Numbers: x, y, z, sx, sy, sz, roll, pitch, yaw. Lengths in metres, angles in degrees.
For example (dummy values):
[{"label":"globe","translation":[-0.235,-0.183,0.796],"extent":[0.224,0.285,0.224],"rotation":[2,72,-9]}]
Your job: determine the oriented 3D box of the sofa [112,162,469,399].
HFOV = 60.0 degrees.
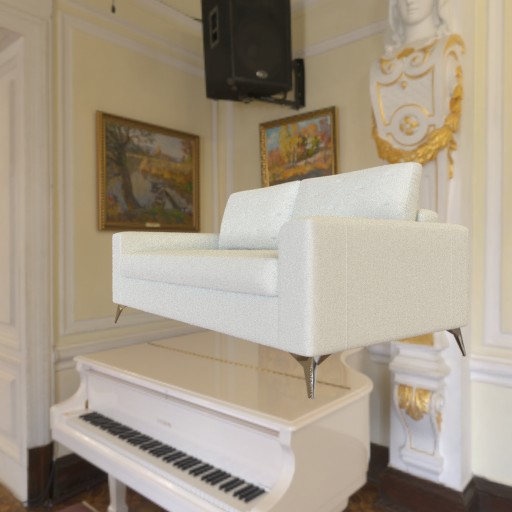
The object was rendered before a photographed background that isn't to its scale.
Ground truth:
[{"label":"sofa","translation":[0.000,0.000,2.152],"extent":[0.920,0.790,1.650],"rotation":[-1,1,-37]}]
